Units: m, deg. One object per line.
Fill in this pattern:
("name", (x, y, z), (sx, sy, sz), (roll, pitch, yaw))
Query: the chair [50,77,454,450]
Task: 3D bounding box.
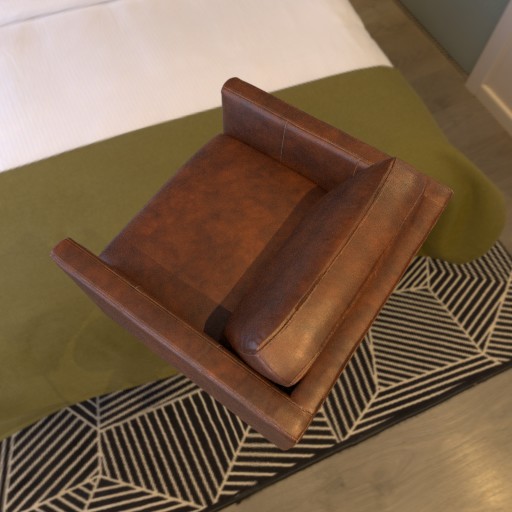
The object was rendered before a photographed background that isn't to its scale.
("chair", (0.000, 0.000, 1.699), (0.975, 0.864, 0.990), (33, 68, 15))
